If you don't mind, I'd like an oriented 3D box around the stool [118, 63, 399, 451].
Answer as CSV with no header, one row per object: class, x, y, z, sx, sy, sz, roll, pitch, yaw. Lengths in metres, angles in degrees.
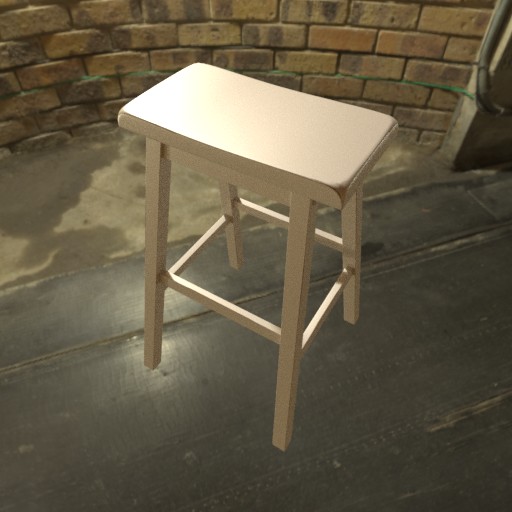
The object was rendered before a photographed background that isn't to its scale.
stool,0.000,0.000,1.051,0.457,0.737,0.476,24,51,21
